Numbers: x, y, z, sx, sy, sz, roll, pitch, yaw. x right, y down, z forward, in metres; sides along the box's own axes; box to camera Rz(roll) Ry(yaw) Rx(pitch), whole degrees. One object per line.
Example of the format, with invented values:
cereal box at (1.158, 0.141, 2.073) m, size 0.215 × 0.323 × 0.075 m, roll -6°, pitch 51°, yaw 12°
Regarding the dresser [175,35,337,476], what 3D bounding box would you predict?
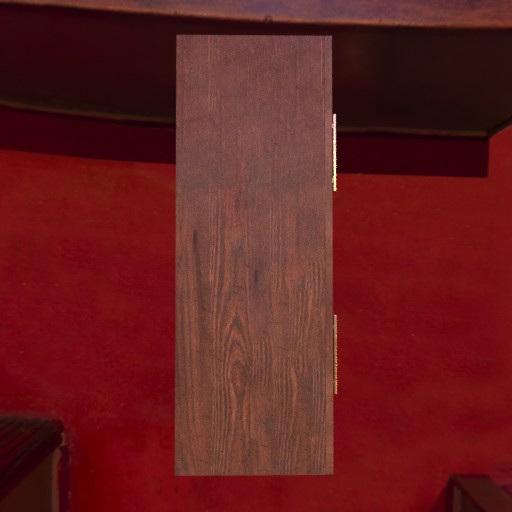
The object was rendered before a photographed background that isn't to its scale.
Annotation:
dresser at (0.000, 0.000, 2.188) m, size 0.623 × 1.061 × 1.646 m, roll 0°, pitch 89°, yaw -1°
